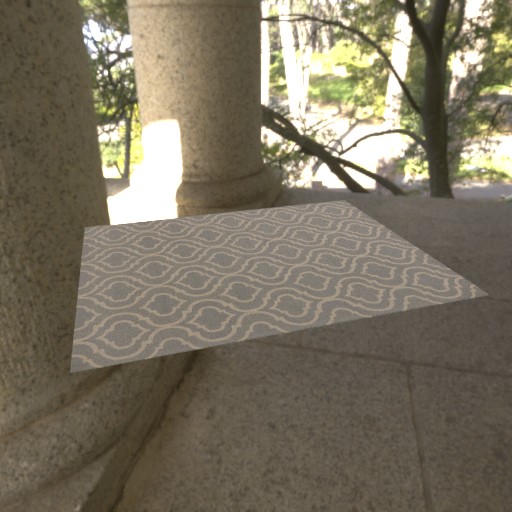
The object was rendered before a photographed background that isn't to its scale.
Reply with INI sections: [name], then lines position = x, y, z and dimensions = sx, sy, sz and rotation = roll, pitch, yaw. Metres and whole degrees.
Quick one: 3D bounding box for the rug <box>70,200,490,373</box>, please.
[rug]
position = 0.000, 0.000, 3.860
dimensions = 2.892, 0.006, 2.283
rotation = -8, 27, -15
